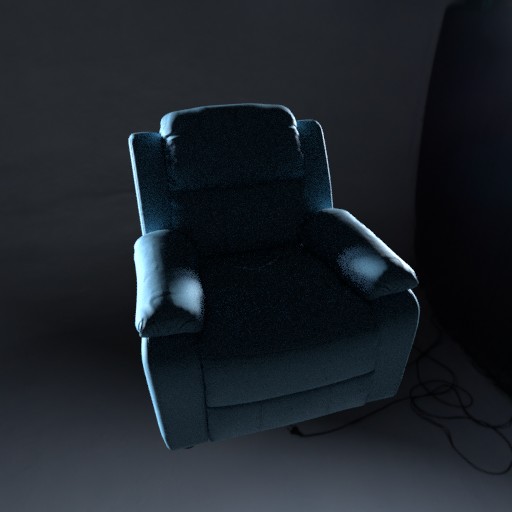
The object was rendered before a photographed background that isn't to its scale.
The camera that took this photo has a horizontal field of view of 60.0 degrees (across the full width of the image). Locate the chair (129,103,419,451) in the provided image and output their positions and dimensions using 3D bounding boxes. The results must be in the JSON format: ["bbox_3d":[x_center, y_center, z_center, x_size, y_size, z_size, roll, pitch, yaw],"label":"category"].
[{"bbox_3d":[0.000,0.000,1.245,0.680,0.702,0.709,-9,32,-14],"label":"chair"}]
